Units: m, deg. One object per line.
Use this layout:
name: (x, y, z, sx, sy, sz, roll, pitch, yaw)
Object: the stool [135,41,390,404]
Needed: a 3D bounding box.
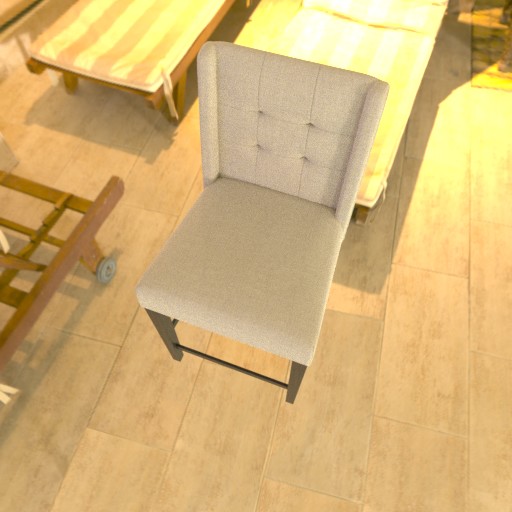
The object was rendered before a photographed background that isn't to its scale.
stool: (0.000, 0.000, 1.259, 0.474, 0.939, 0.509, 18, 60, 10)
